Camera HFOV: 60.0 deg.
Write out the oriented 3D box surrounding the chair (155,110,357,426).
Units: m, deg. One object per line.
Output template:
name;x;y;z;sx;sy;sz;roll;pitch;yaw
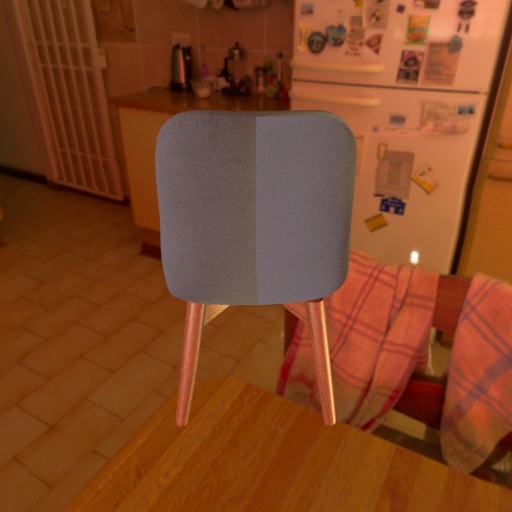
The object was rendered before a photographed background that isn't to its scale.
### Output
chair;0.000;0.000;1.216;0.503;0.882;0.589;0;29;0
